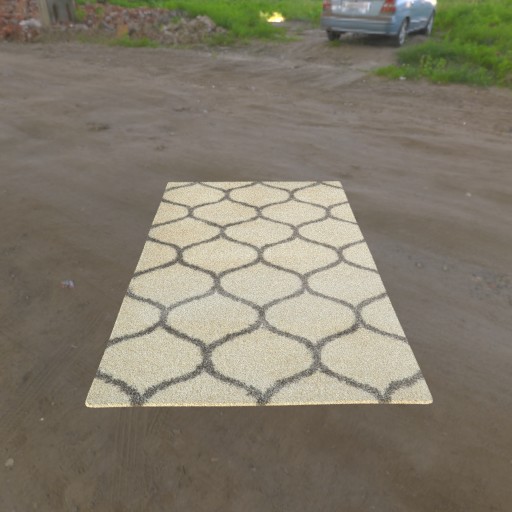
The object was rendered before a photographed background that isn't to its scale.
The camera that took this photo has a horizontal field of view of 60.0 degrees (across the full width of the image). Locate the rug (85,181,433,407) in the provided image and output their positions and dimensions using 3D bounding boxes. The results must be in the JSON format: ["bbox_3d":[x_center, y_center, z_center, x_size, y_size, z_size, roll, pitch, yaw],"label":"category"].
[{"bbox_3d":[0.000,0.000,2.882,1.501,0.024,2.348,0,33,-1],"label":"rug"}]
